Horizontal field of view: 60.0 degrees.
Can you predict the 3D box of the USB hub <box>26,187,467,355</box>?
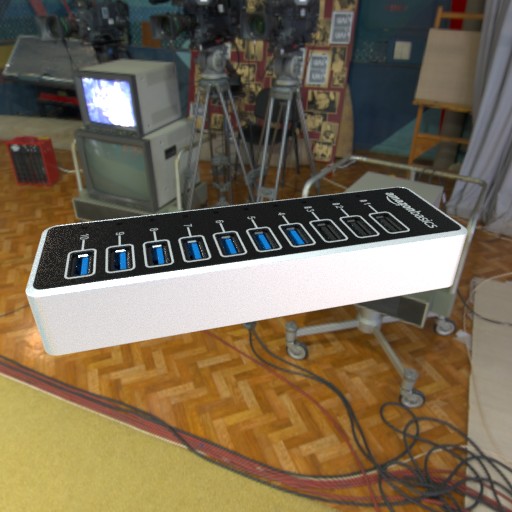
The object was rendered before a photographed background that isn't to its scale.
[{"bbox_3d":[0.000,0.000,0.162,0.145,0.023,0.044,-8,32,-13],"label":"USB hub"}]
